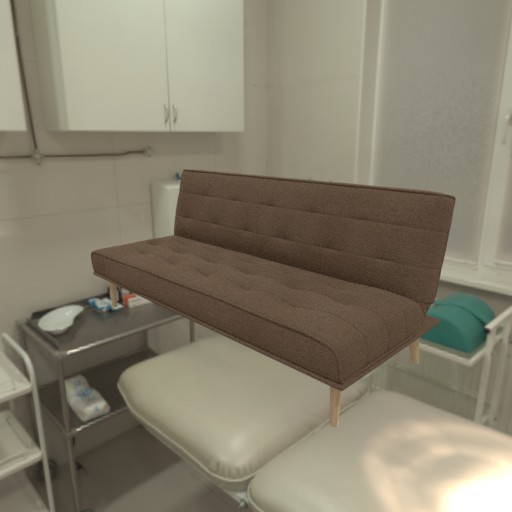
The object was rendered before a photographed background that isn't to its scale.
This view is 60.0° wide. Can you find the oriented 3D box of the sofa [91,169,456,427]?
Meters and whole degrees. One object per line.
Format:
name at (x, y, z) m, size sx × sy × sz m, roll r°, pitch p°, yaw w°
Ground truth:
sofa at (0.000, 0.000, 2.388) m, size 1.820 × 0.810 × 1.038 m, roll 15°, pitch 21°, yaw 43°
